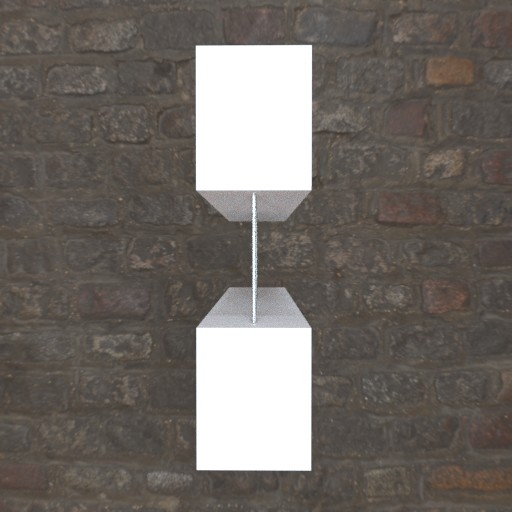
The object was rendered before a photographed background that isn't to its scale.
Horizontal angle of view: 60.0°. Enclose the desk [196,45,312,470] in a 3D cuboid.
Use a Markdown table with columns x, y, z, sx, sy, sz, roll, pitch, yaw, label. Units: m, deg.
| x | y | z | sx | sy | sz | roll | pitch | yaw | label |
| --- | --- | --- | --- | --- | --- | --- | --- | --- | --- |
| 0.000 | 0.000 | 2.847 | 0.480 | 2.000 | 1.770 | 0 | 91 | 1 | desk |
